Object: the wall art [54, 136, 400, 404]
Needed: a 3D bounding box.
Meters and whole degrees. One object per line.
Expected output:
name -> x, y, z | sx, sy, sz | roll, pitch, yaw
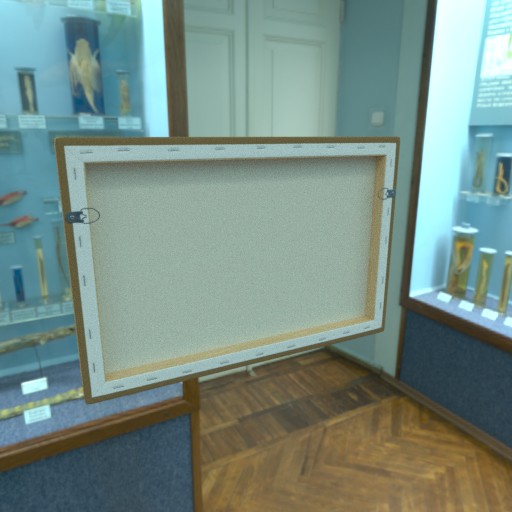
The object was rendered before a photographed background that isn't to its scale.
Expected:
wall art -> 0.000, 0.000, 0.488 | 0.380, 0.254, 0.019 | -8, 17, -26
